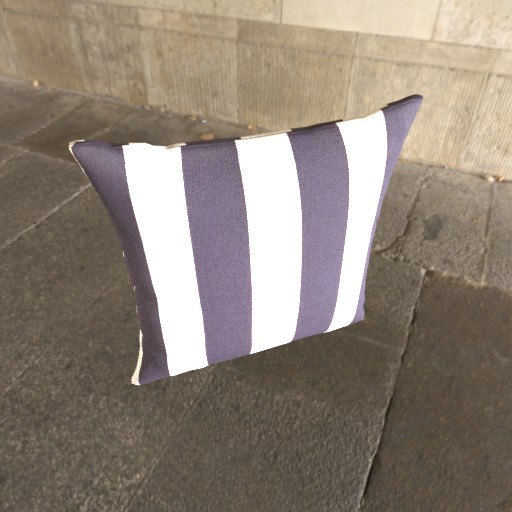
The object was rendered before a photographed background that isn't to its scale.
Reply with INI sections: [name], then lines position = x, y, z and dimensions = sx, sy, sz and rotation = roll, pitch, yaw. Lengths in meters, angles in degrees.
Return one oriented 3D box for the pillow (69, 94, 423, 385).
[pillow]
position = 0.000, 0.000, 0.793
dimensions = 0.536, 0.526, 0.189
rotation = -13, 43, -15
